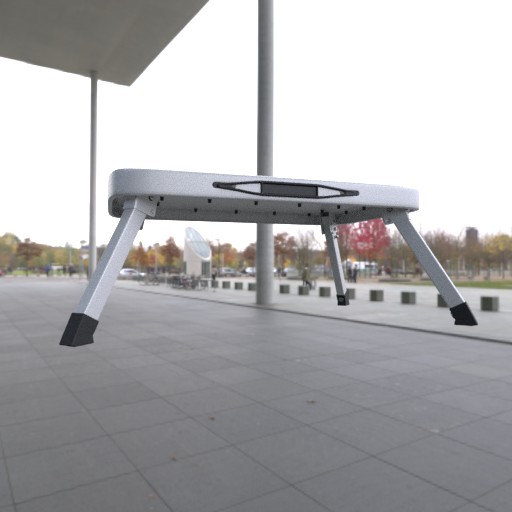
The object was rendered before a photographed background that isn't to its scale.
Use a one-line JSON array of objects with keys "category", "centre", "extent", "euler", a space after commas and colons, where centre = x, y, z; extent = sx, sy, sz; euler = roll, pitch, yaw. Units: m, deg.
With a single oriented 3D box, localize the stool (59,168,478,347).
[{"category": "stool", "centre": [0.000, 0.000, 0.602], "extent": [0.460, 0.170, 0.320], "euler": [0, -2, -18]}]
